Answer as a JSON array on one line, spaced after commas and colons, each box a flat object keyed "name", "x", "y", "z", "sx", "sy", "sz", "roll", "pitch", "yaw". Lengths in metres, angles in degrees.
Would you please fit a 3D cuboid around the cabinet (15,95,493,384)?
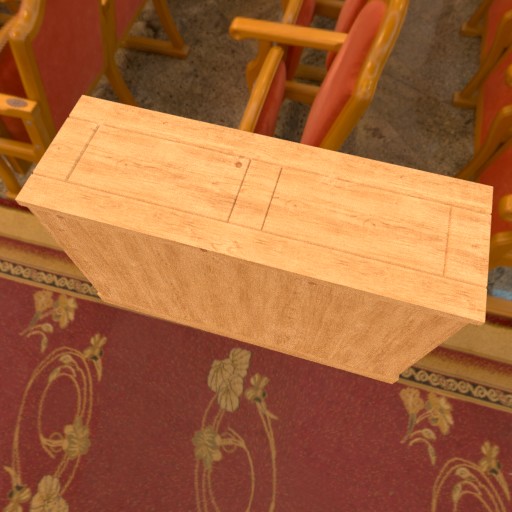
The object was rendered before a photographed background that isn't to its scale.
[{"name": "cabinet", "x": 0.000, "y": 0.000, "z": 1.649, "sx": 1.321, "sy": 0.810, "sz": 0.432, "roll": 15, "pitch": 64, "yaw": 7}]
